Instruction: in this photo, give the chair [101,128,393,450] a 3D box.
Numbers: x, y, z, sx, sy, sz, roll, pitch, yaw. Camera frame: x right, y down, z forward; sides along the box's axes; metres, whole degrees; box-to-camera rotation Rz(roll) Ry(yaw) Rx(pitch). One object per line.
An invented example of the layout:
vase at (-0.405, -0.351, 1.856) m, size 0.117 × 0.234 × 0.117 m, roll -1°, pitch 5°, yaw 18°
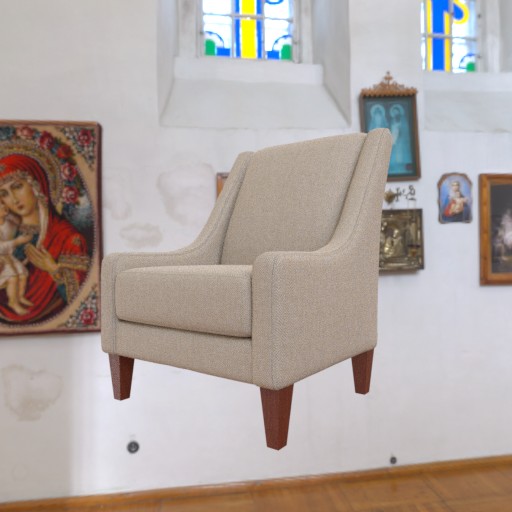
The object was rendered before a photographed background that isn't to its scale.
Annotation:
chair at (0.000, 0.000, 1.666) m, size 0.774 × 1.014 × 0.870 m, roll 0°, pitch 0°, yaw 36°
